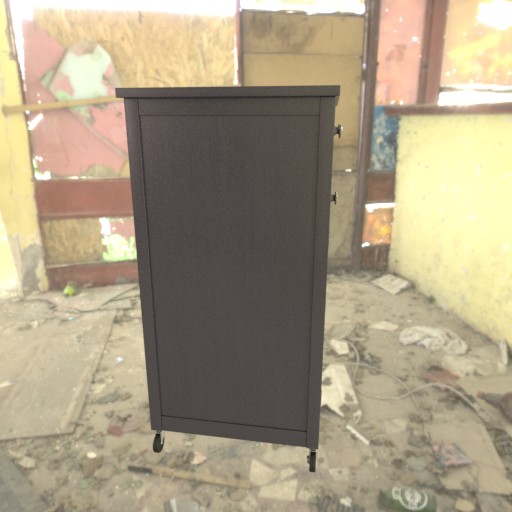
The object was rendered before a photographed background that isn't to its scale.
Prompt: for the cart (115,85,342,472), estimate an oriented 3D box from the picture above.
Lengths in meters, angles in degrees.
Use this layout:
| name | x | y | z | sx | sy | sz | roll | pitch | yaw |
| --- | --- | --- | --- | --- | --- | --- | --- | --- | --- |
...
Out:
| name | x | y | z | sx | sy | sz | roll | pitch | yaw |
| --- | --- | --- | --- | --- | --- | --- | --- | --- | --- |
| cart | 0.000 | 0.000 | 1.290 | 0.449 | 0.878 | 0.690 | 3 | 17 | 9 |
